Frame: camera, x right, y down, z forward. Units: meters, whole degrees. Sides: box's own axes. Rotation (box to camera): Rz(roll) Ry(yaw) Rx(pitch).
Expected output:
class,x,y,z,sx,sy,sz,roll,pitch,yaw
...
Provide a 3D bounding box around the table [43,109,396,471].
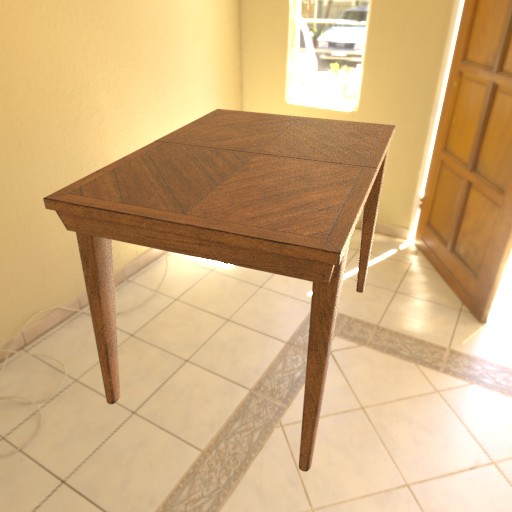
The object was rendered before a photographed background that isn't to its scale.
class,x,y,z,sx,sy,sz,roll,pitch,yaw
table,0.000,0.000,1.609,0.757,0.760,1.027,11,33,18
